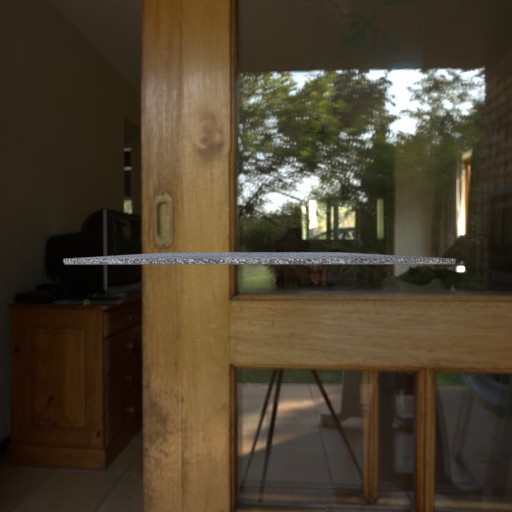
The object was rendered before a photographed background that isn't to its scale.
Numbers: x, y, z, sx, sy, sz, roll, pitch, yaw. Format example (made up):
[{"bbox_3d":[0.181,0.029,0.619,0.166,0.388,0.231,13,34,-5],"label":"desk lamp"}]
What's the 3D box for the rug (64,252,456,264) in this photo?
[{"bbox_3d":[0.000,0.000,3.370,1.802,0.026,2.699,0,1,-1],"label":"rug"}]
